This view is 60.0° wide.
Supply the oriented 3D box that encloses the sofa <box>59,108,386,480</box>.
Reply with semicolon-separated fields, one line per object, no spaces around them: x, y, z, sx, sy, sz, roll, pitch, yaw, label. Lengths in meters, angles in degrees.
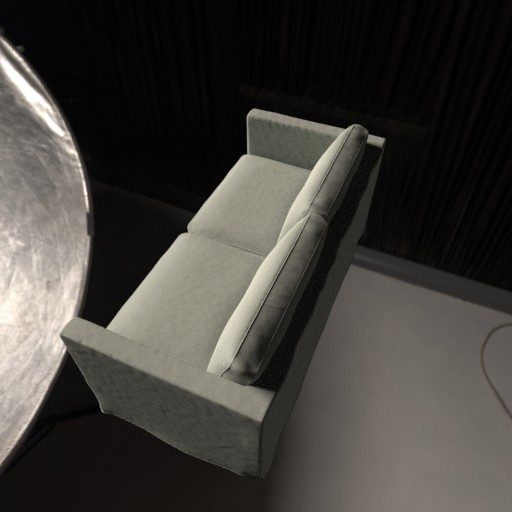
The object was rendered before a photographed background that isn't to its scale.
0.000;0.000;2.497;0.940;0.870;1.987;18;50;16;sofa
